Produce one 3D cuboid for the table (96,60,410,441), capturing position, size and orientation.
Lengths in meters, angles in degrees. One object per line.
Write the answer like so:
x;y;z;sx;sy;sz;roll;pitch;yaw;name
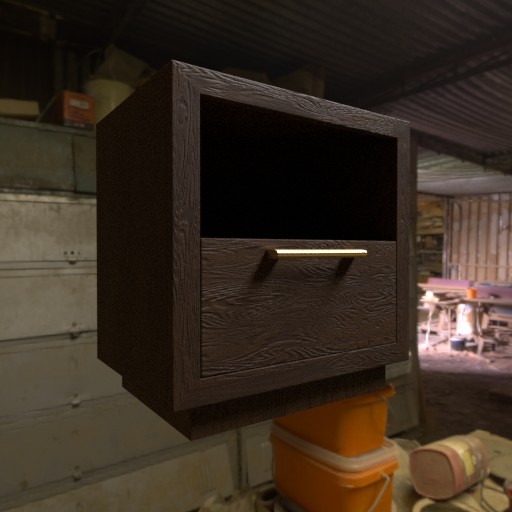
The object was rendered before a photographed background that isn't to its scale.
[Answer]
0.000;0.000;0.965;0.560;0.585;0.439;-1;1;-35;table
